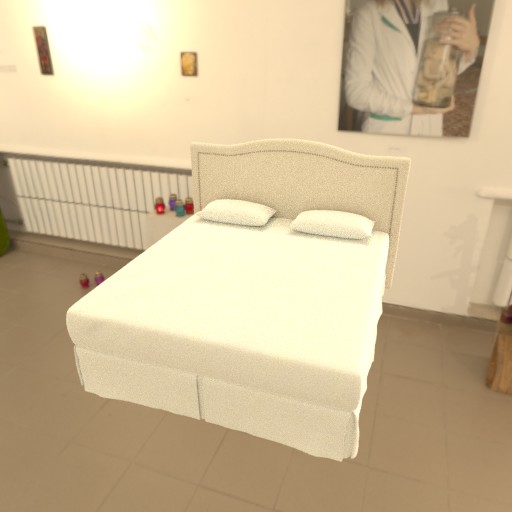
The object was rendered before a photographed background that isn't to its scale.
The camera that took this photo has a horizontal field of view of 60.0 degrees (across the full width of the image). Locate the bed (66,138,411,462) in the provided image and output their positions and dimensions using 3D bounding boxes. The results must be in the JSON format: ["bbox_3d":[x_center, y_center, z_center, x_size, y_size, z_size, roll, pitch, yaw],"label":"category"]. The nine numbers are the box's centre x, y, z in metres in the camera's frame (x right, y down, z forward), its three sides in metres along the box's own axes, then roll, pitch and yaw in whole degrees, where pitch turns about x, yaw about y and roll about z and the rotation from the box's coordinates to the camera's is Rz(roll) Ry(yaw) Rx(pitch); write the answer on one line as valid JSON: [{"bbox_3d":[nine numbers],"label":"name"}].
[{"bbox_3d":[0.000,0.000,3.460,2.083,1.421,2.182,8,27,17],"label":"bed"}]
